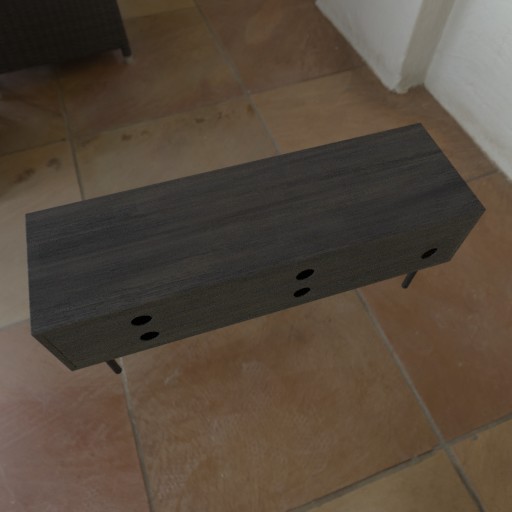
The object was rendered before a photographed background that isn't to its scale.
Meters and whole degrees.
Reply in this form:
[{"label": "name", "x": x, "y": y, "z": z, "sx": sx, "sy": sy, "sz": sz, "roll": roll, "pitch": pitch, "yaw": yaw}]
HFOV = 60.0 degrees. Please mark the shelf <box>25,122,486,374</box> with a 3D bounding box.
[{"label": "shelf", "x": 0.000, "y": 0.000, "z": 1.513, "sx": 1.300, "sy": 0.495, "sz": 0.400, "roll": -15, "pitch": 59, "yaw": -9}]
